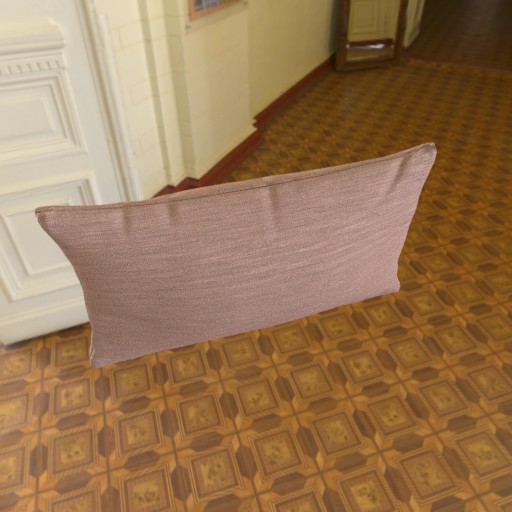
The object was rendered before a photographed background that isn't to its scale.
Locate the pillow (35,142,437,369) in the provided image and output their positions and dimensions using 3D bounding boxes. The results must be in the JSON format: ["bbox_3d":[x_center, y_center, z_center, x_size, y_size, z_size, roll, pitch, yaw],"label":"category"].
[{"bbox_3d":[0.000,0.000,0.776,0.633,0.338,0.210,-12,42,-14],"label":"pillow"}]
